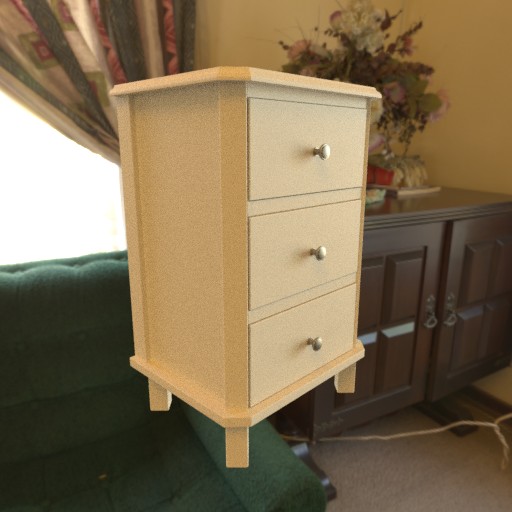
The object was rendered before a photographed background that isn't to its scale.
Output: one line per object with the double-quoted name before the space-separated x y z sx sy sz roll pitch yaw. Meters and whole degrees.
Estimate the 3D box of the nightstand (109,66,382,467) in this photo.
"nightstand" 0.000 0.000 0.948 0.351 0.681 0.435 14 20 43
